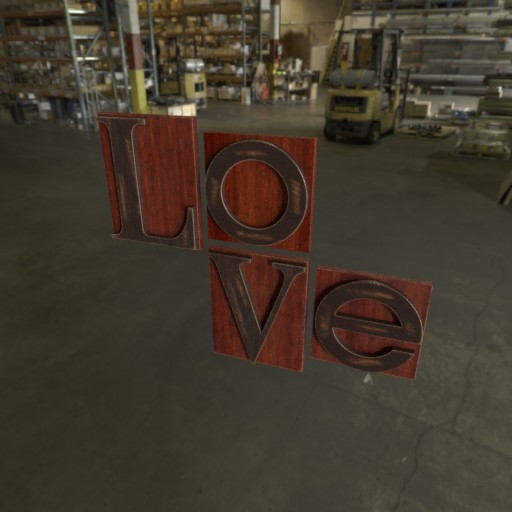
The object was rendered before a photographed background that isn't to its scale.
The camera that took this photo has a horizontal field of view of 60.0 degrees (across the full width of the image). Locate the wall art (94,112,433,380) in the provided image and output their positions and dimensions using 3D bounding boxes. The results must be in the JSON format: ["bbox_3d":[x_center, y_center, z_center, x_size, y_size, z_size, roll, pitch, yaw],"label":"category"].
[{"bbox_3d":[0.000,0.000,0.843,0.635,0.497,0.030,8,26,18],"label":"wall art"}]
